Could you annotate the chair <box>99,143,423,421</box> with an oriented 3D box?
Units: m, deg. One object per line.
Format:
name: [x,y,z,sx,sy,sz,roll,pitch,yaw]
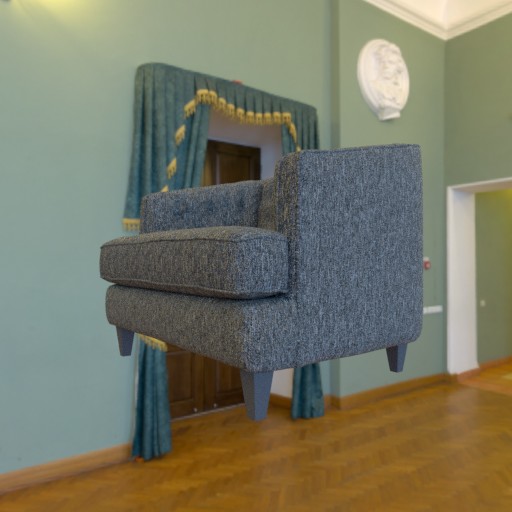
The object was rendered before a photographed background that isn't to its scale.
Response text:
chair: [0.000,0.000,1.747,0.941,0.852,1.104,0,-1,-37]
